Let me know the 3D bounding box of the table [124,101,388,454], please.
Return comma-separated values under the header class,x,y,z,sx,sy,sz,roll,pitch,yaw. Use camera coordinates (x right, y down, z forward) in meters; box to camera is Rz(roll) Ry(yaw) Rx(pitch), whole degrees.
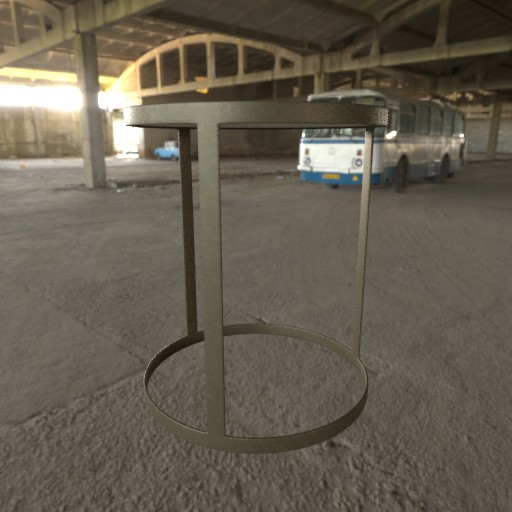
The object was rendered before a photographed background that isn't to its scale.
class,x,y,z,sx,sy,sz,roll,pitch,yaw
table,0.000,0.000,0.908,0.480,0.565,0.480,0,15,0
